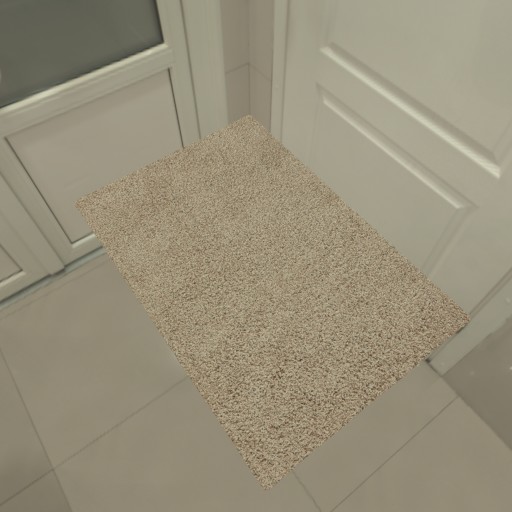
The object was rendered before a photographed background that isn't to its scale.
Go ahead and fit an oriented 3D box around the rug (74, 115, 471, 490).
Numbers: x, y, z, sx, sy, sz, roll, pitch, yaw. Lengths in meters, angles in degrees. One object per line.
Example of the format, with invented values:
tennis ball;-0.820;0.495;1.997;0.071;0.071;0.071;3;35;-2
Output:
rug;0.000;0.000;2.280;1.219;0.030;1.778;-32;63;-19
